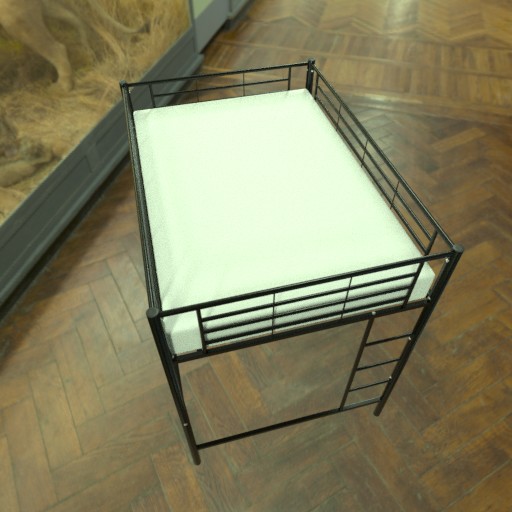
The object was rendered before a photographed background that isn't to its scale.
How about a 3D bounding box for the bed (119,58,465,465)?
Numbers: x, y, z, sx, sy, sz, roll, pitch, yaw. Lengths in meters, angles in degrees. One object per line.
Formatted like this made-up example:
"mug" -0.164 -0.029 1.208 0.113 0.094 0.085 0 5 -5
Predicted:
"bed" 0.000 0.000 3.140 1.397 1.803 1.994 -11 49 -10
